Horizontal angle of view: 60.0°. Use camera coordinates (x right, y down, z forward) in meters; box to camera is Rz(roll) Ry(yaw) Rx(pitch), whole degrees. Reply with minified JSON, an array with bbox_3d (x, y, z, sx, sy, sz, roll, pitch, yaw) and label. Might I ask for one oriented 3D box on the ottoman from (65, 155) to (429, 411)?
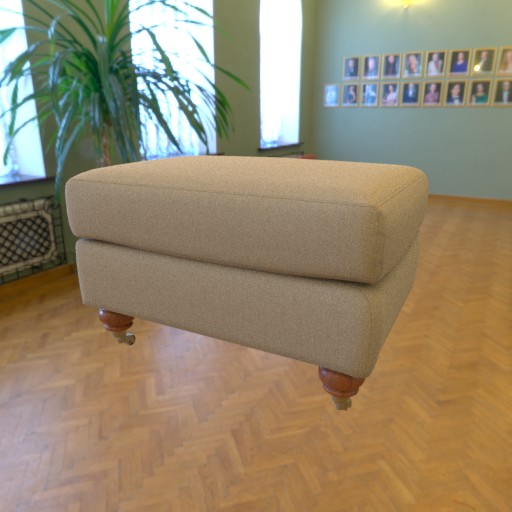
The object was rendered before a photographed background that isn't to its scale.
[{"bbox_3d":[0.000,0.000,1.167,0.773,0.497,0.574,9,20,26],"label":"ottoman"}]
